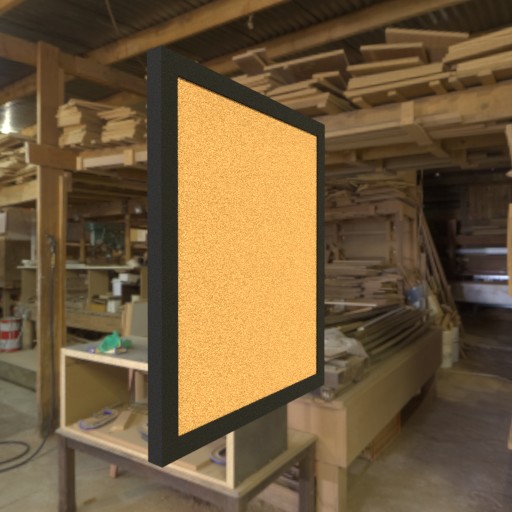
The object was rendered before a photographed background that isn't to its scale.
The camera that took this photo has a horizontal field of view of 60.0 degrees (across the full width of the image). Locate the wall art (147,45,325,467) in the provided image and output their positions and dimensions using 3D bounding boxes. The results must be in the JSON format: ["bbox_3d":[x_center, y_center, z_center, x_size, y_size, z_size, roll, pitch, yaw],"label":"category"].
[{"bbox_3d":[0.000,0.000,0.778,0.029,0.559,0.457,0,1,37],"label":"wall art"}]
